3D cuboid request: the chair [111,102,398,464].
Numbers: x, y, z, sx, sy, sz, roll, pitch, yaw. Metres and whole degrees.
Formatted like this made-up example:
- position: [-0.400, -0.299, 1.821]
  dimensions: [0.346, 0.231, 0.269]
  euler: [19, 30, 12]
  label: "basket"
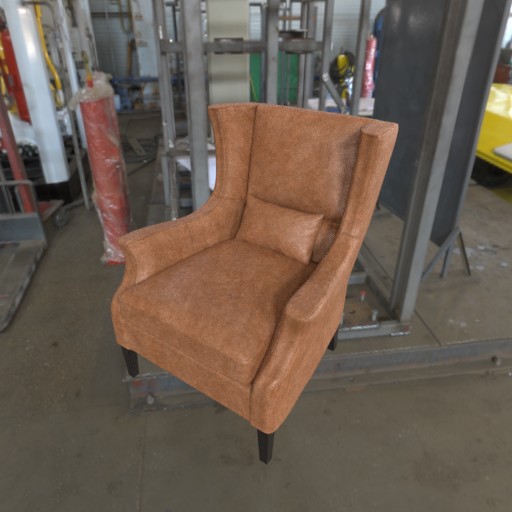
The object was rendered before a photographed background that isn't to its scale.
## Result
- position: [0.000, 0.000, 1.757]
  dimensions: [0.853, 1.016, 0.926]
  euler: [20, 35, 31]
  label: "chair"
